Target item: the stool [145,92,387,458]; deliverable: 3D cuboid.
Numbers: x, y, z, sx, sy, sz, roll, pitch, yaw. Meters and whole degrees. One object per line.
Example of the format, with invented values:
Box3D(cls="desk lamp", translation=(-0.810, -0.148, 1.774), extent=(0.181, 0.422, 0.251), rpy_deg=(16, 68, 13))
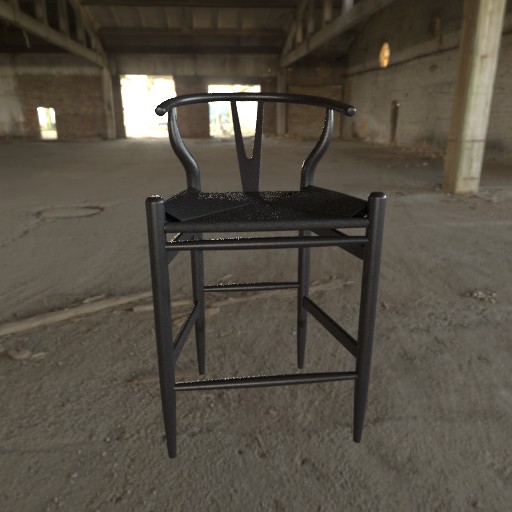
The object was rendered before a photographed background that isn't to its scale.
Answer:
Box3D(cls="stool", translation=(0.000, 0.000, 1.360), extent=(0.569, 0.970, 0.579), rpy_deg=(-2, 18, -6))
